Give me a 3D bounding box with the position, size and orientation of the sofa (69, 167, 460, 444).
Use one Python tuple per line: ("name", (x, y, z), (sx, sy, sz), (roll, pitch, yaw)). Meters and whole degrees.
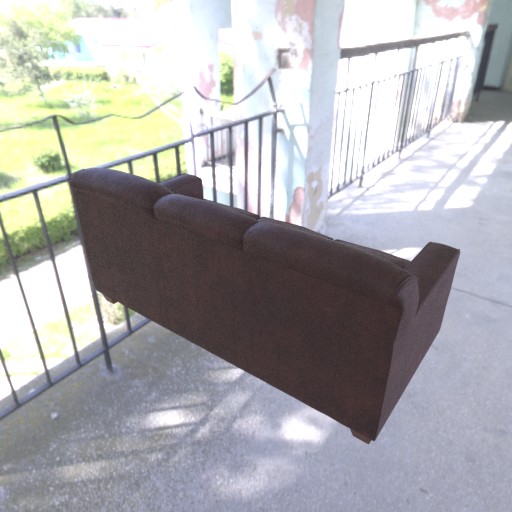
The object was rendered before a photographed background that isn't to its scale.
("sofa", (0.000, 0.000, 2.603), (2.039, 0.953, 1.008), (20, 36, 31))
